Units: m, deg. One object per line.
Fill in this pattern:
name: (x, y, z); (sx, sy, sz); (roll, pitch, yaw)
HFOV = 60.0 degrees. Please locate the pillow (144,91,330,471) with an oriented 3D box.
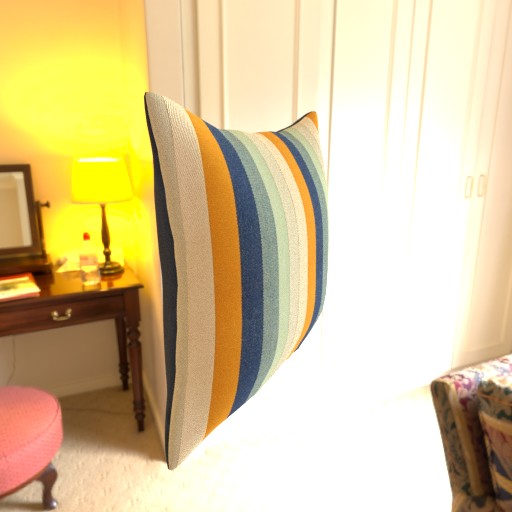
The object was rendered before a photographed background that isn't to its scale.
pillow: (0.000, 0.000, 0.698); (0.173, 0.454, 0.463); (8, 17, 27)
